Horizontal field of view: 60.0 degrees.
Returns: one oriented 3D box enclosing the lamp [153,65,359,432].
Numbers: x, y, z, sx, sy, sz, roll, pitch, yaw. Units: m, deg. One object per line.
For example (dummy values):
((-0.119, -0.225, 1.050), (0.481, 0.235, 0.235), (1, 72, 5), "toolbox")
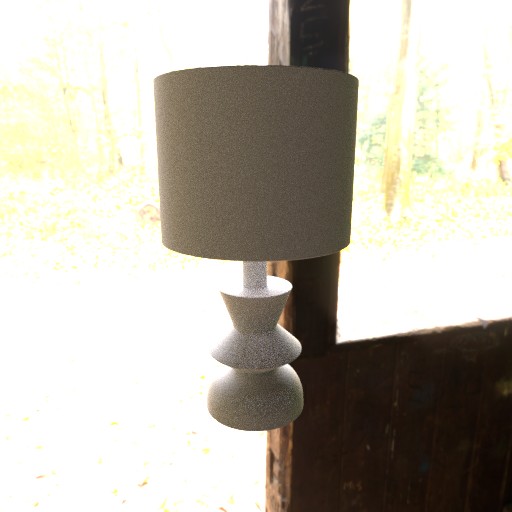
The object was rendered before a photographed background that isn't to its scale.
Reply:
((0.000, 0.000, 0.726), (0.301, 0.533, 0.301), (13, 19, 43), "lamp")
